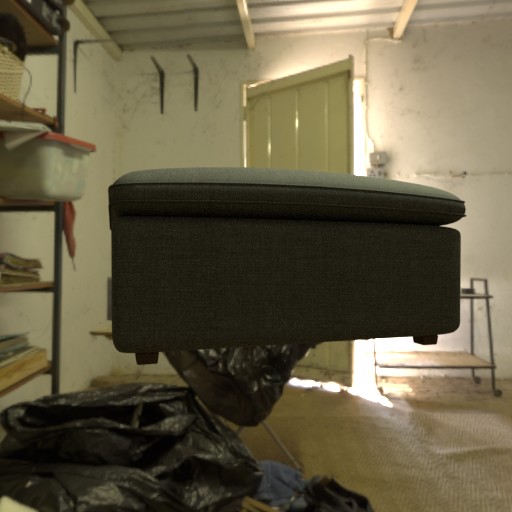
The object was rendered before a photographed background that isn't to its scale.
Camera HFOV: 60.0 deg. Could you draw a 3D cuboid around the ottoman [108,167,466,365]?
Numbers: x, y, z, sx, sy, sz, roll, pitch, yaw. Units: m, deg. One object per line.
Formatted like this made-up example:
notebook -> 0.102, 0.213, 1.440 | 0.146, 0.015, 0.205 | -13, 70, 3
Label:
ottoman -> 0.000, 0.000, 1.691 | 1.067, 0.559, 1.067 | 0, -1, -18
